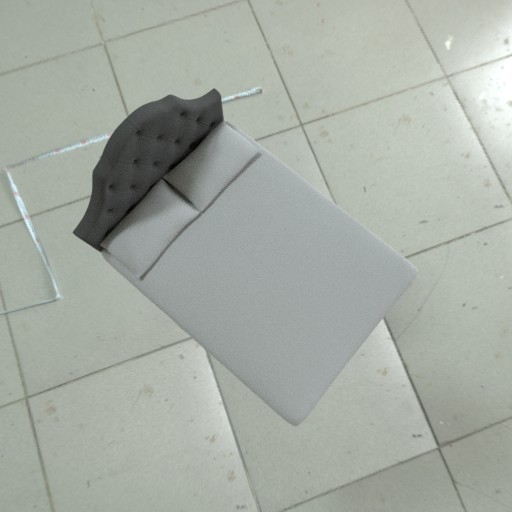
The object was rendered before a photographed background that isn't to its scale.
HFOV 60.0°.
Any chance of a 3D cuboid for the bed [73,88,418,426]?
[{"bbox_3d":[0.000,0.000,3.370,2.155,1.575,1.636,40,80,8],"label":"bed"}]
